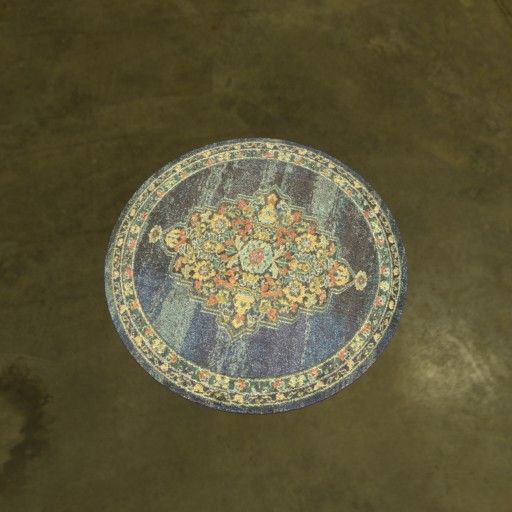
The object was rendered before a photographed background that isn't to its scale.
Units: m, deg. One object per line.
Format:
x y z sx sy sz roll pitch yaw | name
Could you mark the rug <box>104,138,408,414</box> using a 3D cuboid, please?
0.000 0.000 2.347 1.591 0.010 1.591 0 64 0 | rug
